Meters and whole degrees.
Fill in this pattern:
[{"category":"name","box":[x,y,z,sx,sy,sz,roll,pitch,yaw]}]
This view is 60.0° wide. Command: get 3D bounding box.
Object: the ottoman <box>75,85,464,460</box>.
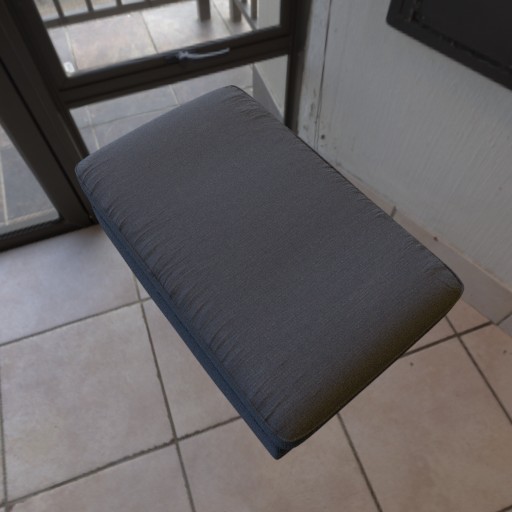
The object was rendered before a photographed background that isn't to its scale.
[{"category":"ottoman","box":[0.000,0.000,1.213,0.570,0.438,0.885,-35,66,-18]}]
